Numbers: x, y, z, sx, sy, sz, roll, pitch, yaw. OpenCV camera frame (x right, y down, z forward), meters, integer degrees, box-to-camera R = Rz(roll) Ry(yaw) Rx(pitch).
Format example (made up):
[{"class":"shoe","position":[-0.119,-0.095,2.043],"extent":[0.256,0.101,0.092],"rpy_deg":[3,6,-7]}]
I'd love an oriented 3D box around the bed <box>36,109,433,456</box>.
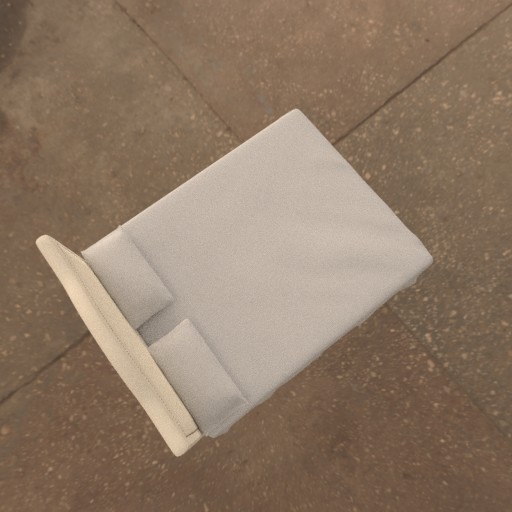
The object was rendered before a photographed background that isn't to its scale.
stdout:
[{"class":"bed","position":[0.000,0.000,3.612],"extent":[2.477,1.437,1.977],"rpy_deg":[-36,77,-9]}]
